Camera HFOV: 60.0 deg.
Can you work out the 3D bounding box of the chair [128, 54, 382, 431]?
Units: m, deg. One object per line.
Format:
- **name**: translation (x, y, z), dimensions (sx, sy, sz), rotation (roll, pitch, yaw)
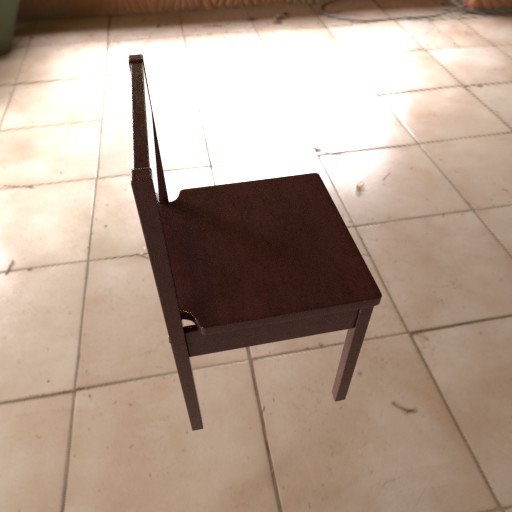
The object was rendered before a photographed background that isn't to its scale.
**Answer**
- **chair**: translation (0.000, 0.000, 0.873), dimensions (0.361, 0.668, 0.367), rotation (-9, 46, -8)
